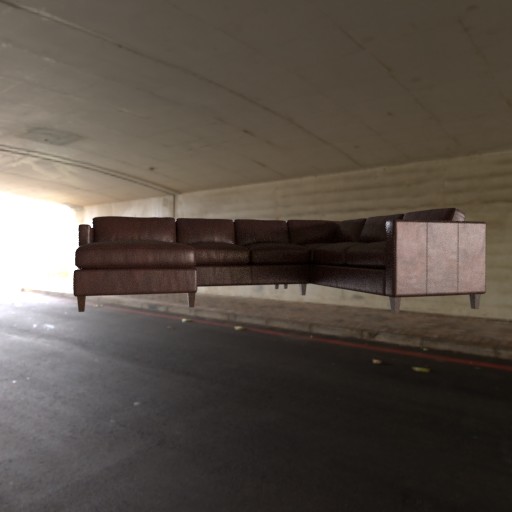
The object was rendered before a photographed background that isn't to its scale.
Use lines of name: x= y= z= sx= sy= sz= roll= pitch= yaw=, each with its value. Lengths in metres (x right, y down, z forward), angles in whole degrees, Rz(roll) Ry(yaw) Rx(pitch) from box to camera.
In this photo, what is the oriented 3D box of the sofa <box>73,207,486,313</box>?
sofa: x=0.000 y=0.000 z=4.397 sx=3.324 sy=0.891 sz=2.452 roll=0 pitch=1 yaw=-18
